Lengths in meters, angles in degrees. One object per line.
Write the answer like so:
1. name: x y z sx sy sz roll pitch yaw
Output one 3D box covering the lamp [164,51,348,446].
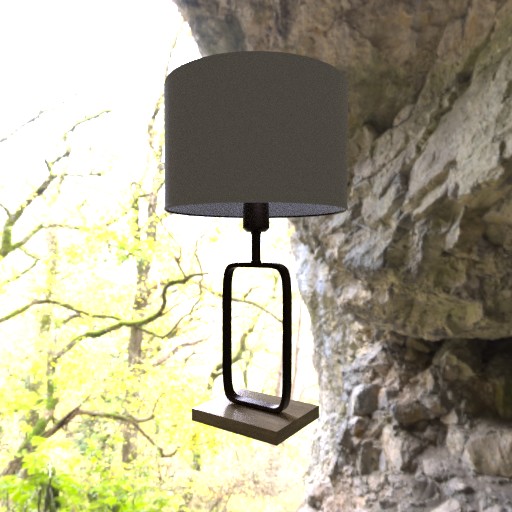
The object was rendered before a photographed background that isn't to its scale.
1. lamp: 0.000 0.000 0.687 0.279 0.508 0.279 1 1 35
